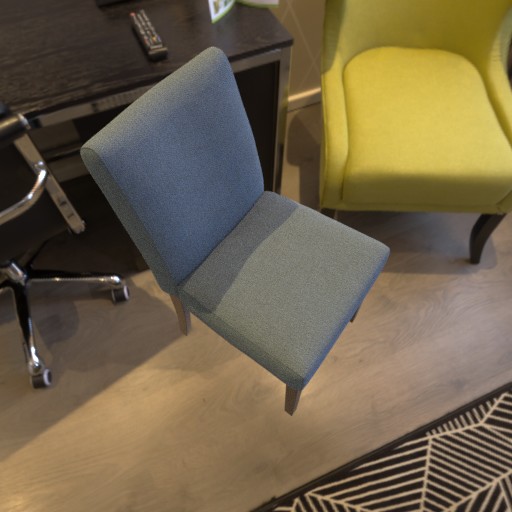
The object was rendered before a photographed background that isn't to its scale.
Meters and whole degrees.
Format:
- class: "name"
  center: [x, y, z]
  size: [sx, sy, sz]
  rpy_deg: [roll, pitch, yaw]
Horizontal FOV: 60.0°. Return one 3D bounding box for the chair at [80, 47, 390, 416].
- class: "chair"
  center: [0.000, 0.000, 1.277]
  size: [0.629, 0.882, 0.487]
  rpy_deg: [31, 63, 18]
